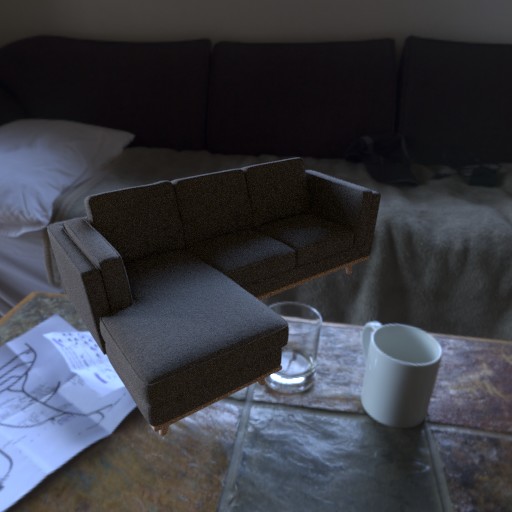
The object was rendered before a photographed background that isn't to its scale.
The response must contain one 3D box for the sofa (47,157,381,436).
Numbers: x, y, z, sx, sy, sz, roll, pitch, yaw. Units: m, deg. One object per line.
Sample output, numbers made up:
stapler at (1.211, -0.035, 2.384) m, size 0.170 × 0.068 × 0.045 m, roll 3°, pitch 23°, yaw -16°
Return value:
sofa at (0.000, 0.000, 3.171) m, size 2.411 × 0.929 × 1.604 m, roll -18°, pitch 31°, yaw -31°
